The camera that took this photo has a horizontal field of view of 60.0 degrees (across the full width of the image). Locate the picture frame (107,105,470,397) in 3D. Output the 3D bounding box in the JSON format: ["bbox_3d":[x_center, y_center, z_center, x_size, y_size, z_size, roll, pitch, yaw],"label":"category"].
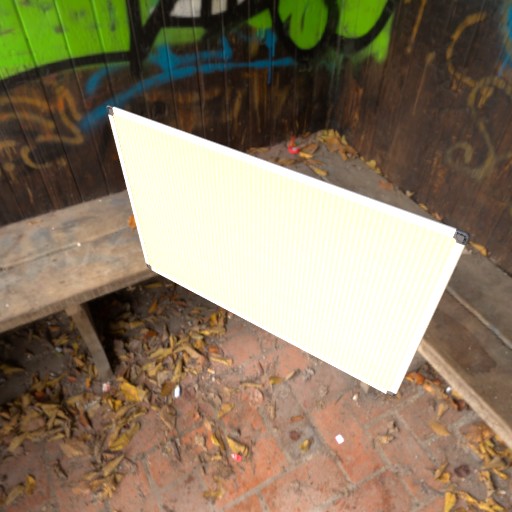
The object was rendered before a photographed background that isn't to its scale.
[{"bbox_3d":[0.000,0.000,1.164,0.900,0.600,0.010,25,50,22],"label":"picture frame"}]
